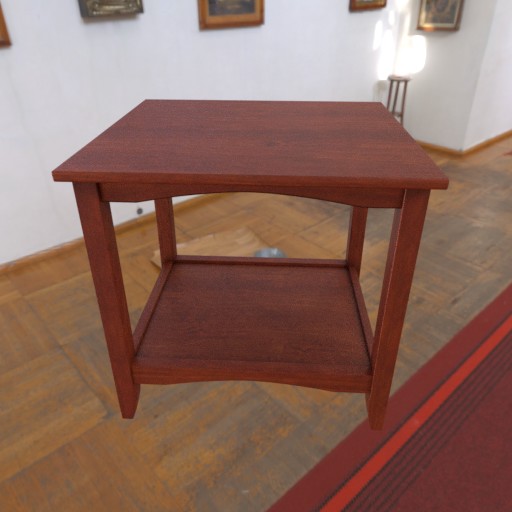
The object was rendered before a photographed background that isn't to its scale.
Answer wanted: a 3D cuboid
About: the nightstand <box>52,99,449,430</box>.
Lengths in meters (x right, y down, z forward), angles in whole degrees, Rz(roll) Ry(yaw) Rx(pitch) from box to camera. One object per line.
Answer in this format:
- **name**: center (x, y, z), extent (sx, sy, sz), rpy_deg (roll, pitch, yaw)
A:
- **nightstand**: center (0.000, 0.000, 0.974), extent (0.558, 0.558, 0.501), rpy_deg (2, 31, 3)
